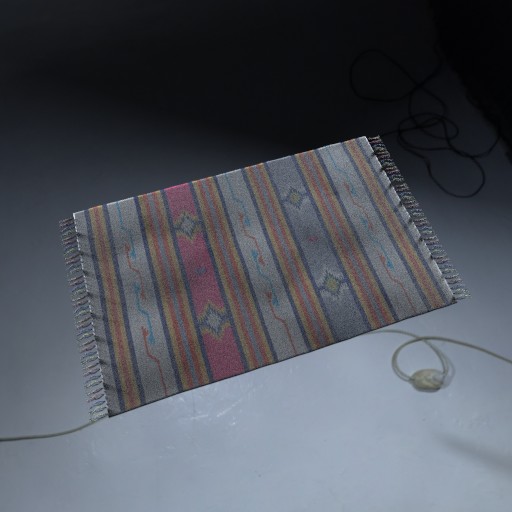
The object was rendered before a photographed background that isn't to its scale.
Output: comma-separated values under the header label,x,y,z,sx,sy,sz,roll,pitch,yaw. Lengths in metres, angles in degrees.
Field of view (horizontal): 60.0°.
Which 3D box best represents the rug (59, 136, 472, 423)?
label,x,y,z,sx,sy,sz,roll,pitch,yaw
rug,0.000,0.000,2.239,1.849,0.013,1.084,-16,65,-8
